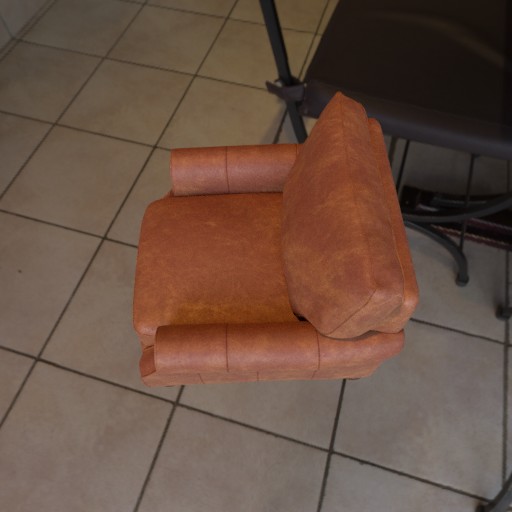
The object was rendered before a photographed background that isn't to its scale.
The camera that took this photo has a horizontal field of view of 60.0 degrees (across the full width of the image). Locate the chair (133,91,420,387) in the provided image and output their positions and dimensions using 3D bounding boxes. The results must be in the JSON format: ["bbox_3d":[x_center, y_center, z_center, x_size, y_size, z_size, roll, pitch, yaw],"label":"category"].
[{"bbox_3d":[0.000,0.000,1.772,0.986,0.962,0.983,-2,59,-1],"label":"chair"}]
